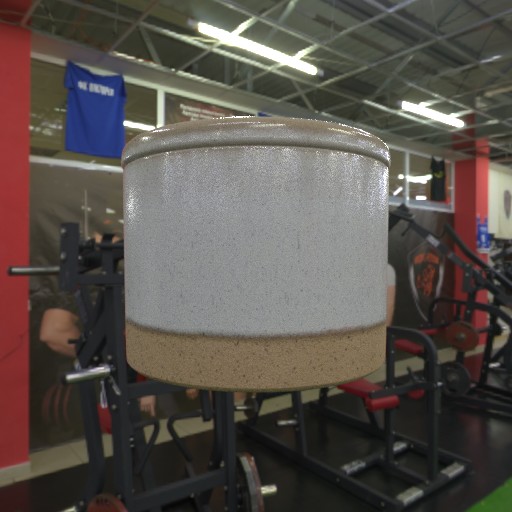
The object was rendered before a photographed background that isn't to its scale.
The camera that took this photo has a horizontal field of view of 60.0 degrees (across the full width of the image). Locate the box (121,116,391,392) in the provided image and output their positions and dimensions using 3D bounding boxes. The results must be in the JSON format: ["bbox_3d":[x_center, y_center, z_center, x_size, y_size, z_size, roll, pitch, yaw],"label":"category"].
[{"bbox_3d":[0.000,0.000,0.265,0.154,0.123,0.154,0,0,0],"label":"box"}]
